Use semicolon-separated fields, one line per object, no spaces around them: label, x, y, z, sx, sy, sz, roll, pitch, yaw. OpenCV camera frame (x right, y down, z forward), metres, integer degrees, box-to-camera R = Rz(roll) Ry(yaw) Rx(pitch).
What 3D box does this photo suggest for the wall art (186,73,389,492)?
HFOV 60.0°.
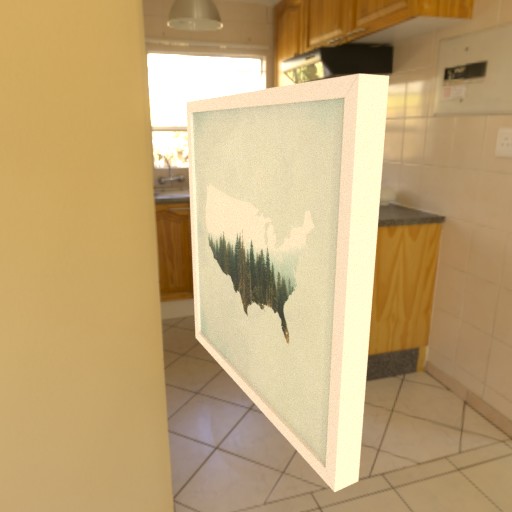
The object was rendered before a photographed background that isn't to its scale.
wall art;0.000;0.000;0.439;0.024;0.304;0.304;-8;18;-27
